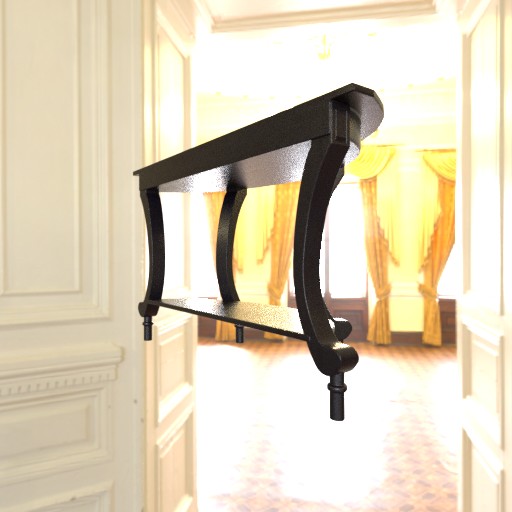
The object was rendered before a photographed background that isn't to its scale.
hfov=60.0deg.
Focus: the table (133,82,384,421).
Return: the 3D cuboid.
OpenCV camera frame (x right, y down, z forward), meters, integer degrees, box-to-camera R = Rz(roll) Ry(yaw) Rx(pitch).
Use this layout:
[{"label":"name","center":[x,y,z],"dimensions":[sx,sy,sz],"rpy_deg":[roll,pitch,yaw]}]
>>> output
[{"label":"table","center":[0.000,0.000,1.471],"dimensions":[0.394,0.692,1.198],"rpy_deg":[0,1,-36]}]
